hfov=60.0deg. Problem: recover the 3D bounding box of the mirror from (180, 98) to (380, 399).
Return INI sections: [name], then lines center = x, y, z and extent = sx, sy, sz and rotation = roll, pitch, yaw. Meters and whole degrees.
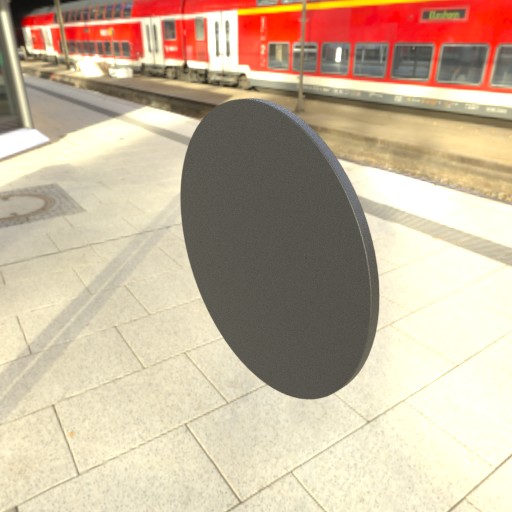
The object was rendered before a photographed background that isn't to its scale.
[mirror]
center = 0.000, 0.000, 1.606
extent = 0.036, 1.077, 1.077
rotation = -18, 32, -33
